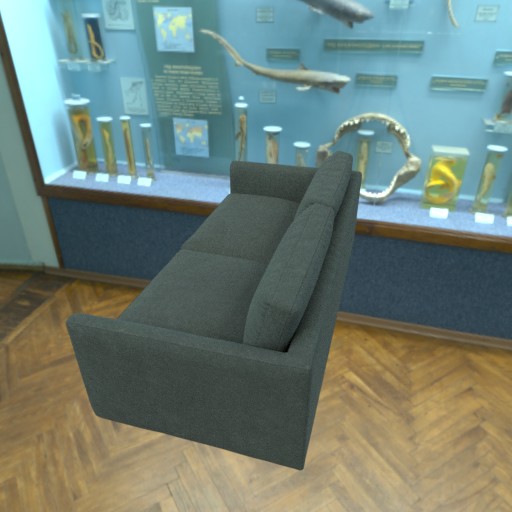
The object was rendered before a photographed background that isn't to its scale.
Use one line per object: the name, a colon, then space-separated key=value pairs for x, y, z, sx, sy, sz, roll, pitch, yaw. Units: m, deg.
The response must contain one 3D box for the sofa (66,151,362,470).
sofa: x=0.000 y=0.000 z=2.811 sx=1.092 sy=0.838 sz=2.257 roll=9 pitch=32 yaw=14
